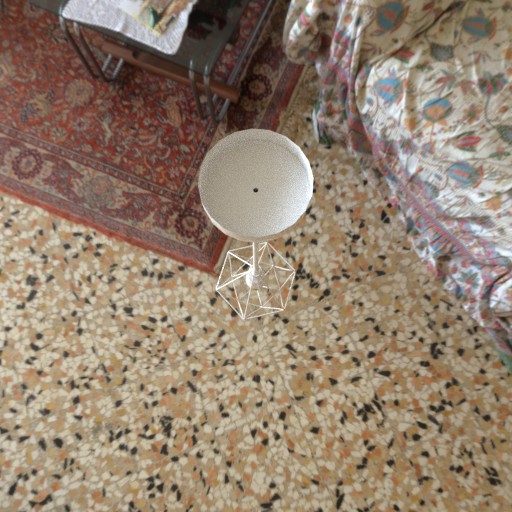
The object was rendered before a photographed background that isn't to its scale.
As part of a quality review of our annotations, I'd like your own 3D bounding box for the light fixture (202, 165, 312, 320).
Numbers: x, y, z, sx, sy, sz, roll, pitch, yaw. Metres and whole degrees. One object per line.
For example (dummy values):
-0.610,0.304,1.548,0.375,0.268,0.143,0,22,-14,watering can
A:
0.000,0.000,1.992,0.487,1.764,0.431,-13,78,-3,light fixture
